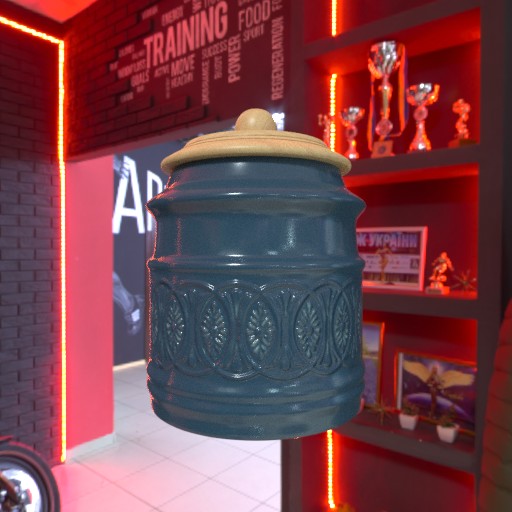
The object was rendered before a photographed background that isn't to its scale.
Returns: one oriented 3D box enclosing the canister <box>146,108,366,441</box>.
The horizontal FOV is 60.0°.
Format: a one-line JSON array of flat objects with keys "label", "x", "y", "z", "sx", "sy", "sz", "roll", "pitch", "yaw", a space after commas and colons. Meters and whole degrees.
[{"label": "canister", "x": 0.000, "y": 0.000, "z": 0.269, "sx": 0.130, "sy": 0.176, "sz": 0.130, "roll": 0, "pitch": 1, "yaw": 0}]
